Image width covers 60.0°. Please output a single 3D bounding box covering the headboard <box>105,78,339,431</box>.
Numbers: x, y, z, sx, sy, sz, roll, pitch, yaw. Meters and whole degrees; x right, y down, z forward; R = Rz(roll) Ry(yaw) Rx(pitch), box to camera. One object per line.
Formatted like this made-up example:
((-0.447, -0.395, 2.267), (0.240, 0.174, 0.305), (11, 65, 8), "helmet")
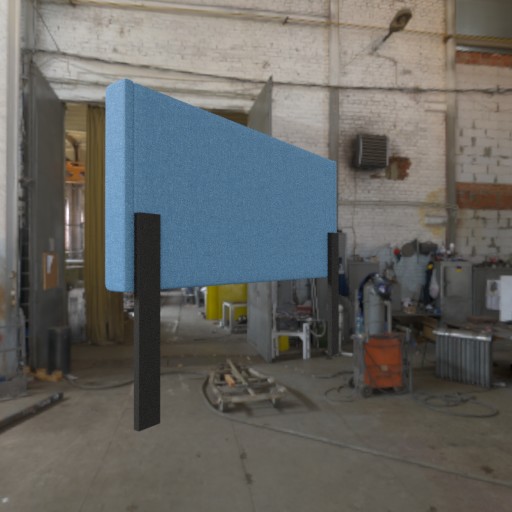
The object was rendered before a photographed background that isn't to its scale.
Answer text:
((0.000, 0.000, 2.760), (0.184, 1.524, 2.051), (0, 0, 36), "headboard")
